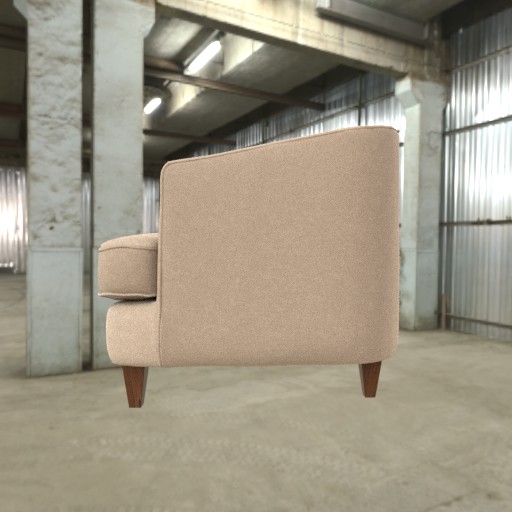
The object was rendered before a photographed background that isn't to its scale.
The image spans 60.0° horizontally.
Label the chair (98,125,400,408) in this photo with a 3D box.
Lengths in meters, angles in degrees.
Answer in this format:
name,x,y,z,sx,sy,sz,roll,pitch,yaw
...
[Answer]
name,x,y,z,sx,sy,sz,roll,pitch,yaw
chair,0.000,0.000,1.768,0.941,0.852,1.104,0,2,0
